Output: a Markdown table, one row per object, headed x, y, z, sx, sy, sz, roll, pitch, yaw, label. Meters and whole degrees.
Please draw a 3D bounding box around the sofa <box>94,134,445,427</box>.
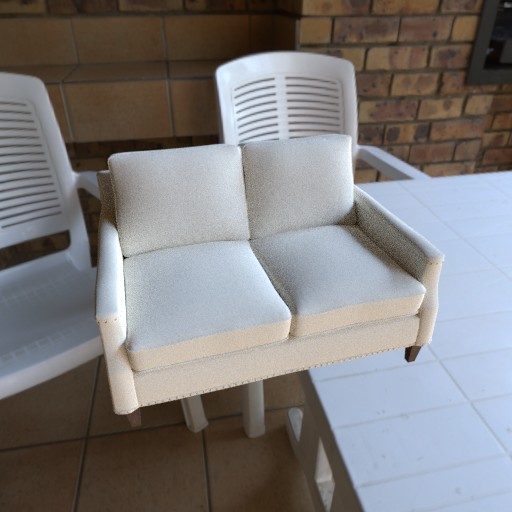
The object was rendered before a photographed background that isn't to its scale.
| x | y | z | sx | sy | sz | roll | pitch | yaw | label |
| --- | --- | --- | --- | --- | --- | --- | --- | --- | --- |
| 0.000 | 0.000 | 2.339 | 1.597 | 1.003 | 1.084 | -9 | 33 | -14 | sofa |
